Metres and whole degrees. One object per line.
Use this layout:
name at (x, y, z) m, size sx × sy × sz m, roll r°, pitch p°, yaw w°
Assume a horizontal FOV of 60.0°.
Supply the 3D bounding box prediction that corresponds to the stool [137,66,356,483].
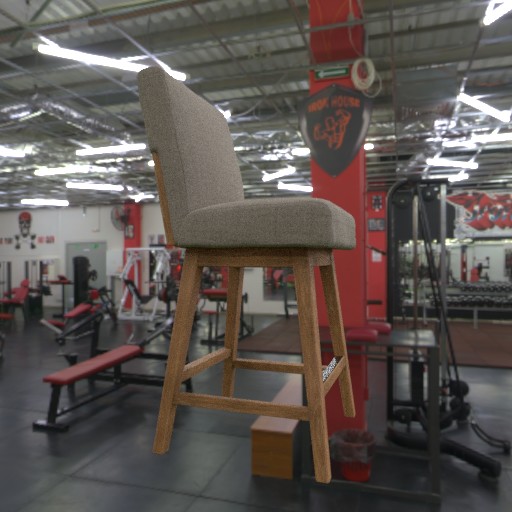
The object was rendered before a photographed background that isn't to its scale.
stool at (0.000, 0.000, 1.282) m, size 0.526 × 1.010 × 0.459 m, roll 0°, pitch 0°, yaw 20°
